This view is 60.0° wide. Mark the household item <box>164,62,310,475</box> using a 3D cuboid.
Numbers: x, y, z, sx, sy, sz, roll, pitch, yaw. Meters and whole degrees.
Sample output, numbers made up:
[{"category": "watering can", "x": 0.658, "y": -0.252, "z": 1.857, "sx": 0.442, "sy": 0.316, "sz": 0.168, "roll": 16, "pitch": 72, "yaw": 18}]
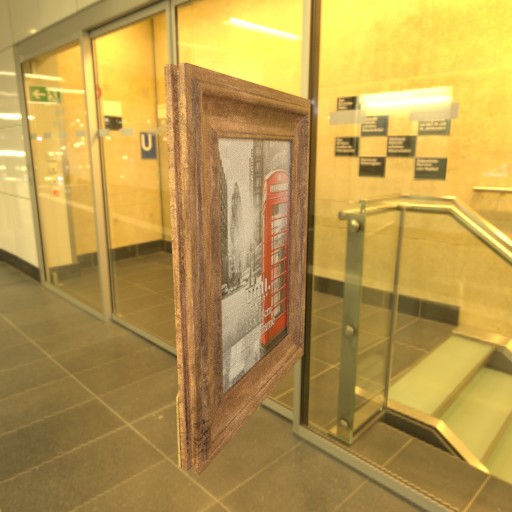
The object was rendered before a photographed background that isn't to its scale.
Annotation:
[{"category": "household item", "x": 0.000, "y": 0.000, "z": 0.329, "sx": 0.018, "sy": 0.237, "sz": 0.186, "roll": 6, "pitch": 15, "yaw": 25}]
